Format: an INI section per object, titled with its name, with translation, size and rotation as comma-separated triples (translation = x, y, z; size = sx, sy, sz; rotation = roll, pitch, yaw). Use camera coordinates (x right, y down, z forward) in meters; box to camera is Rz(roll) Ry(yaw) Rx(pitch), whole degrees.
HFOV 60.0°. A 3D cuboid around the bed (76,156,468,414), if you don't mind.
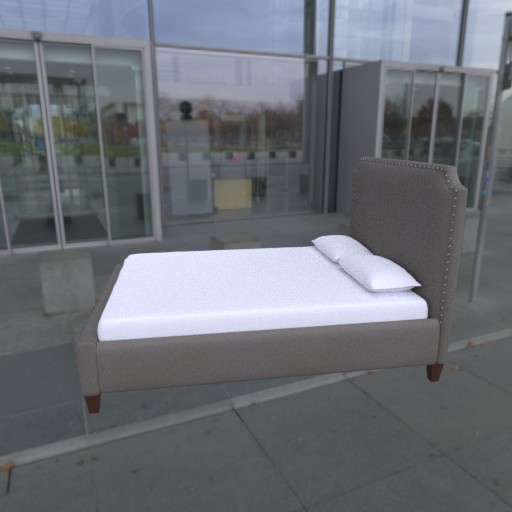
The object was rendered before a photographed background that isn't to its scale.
[bed]
translation = 0.000, 0.000, 3.438
size = 2.372, 1.443, 1.712
rotation = -2, 15, -9
